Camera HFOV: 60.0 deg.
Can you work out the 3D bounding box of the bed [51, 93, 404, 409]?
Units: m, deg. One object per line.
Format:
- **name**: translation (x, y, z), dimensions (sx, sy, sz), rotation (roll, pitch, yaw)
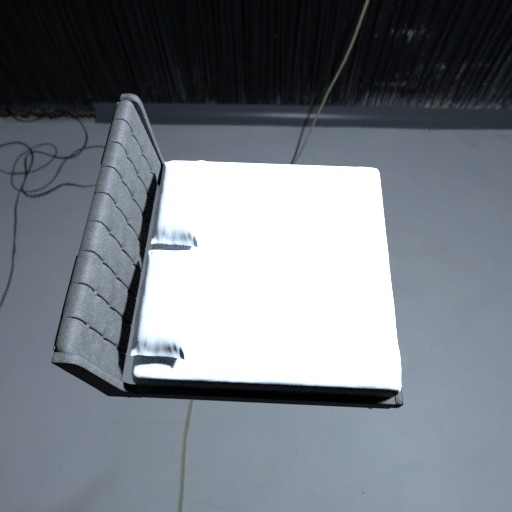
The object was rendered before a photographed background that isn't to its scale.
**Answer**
- **bed**: translation (0.000, 0.000, 2.553), dimensions (1.638, 0.933, 1.531), rotation (2, 63, 1)
